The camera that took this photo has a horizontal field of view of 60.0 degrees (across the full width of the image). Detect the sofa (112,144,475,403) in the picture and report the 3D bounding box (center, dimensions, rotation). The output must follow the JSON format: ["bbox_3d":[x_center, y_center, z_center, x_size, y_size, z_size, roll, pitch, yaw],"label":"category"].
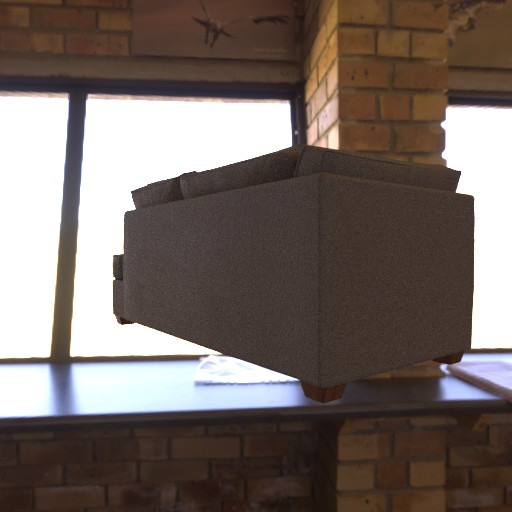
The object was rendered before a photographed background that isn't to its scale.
[{"bbox_3d":[0.000,0.000,2.758,1.110,1.033,2.237,-1,1,-37],"label":"sofa"}]
